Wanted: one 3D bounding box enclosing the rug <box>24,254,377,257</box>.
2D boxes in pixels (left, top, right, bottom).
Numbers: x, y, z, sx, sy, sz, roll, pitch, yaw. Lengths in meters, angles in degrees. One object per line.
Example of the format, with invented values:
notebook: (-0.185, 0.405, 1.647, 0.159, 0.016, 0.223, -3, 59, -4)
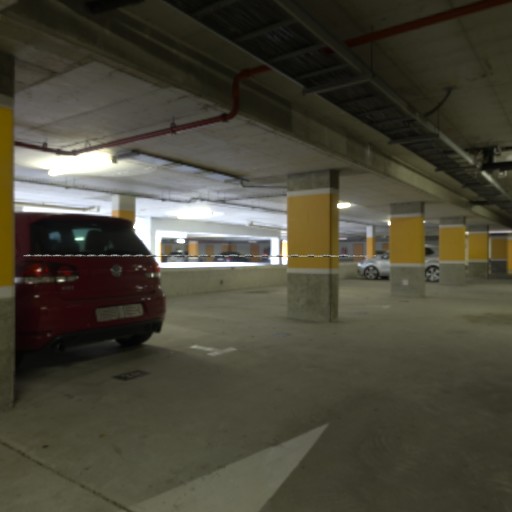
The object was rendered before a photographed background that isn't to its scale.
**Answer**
rug: (0.000, 0.000, 2.531, 1.248, 0.009, 2.108, 0, 0, 18)
